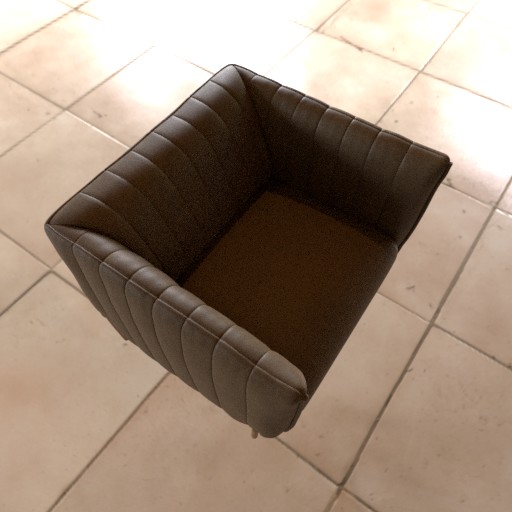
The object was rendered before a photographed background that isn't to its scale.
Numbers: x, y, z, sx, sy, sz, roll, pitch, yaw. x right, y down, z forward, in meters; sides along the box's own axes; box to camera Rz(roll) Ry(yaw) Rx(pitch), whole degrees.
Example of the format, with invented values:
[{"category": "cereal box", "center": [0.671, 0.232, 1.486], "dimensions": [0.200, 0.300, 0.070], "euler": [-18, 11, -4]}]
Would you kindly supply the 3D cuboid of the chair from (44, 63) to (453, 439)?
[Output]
[{"category": "chair", "center": [0.000, 0.000, 1.619], "dimensions": [0.876, 0.779, 0.981], "euler": [30, 63, 17]}]
